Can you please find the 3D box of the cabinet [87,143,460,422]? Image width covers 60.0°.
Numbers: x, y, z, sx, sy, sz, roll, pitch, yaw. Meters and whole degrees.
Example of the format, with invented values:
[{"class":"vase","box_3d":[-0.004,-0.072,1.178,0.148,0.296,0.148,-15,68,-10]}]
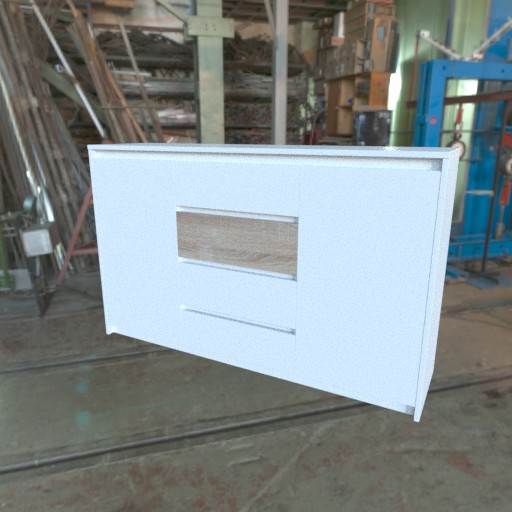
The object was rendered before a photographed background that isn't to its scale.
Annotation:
[{"class":"cabinet","box_3d":[0.000,0.000,1.870,1.450,0.900,0.380,8,18,27]}]
